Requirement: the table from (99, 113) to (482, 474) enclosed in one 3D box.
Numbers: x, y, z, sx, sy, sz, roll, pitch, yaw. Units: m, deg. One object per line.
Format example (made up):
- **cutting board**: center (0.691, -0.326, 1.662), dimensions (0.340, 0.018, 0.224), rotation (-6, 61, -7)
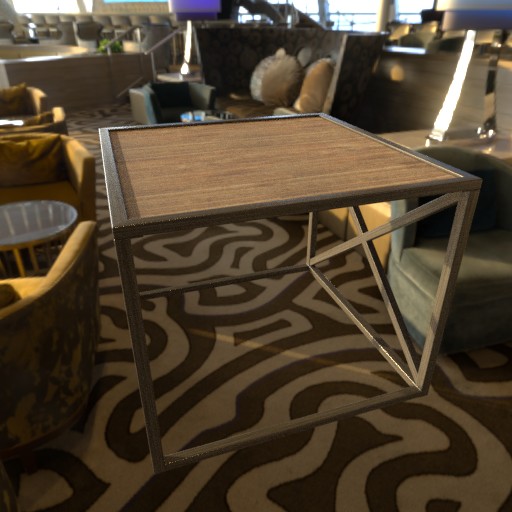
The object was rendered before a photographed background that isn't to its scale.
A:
- **table**: center (0.000, 0.000, 1.044), dimensions (0.609, 0.507, 0.611), rotation (-9, 30, -16)
